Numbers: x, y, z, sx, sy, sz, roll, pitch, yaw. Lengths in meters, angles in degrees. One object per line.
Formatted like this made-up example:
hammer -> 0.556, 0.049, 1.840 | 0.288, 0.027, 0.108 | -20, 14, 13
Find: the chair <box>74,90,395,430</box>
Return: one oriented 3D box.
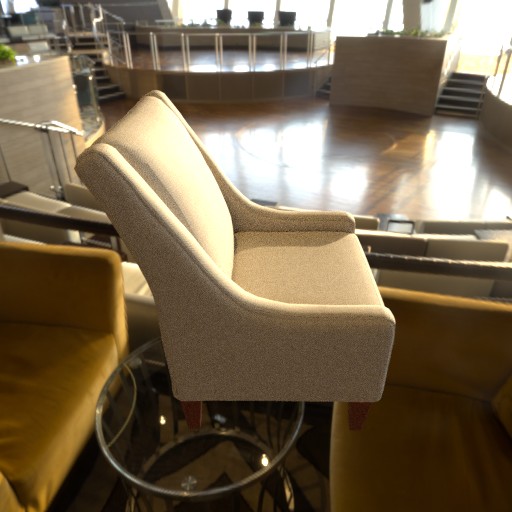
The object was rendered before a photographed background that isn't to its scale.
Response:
chair -> 0.000, 0.000, 1.608 | 0.870, 1.014, 0.774 | 0, 31, 1
